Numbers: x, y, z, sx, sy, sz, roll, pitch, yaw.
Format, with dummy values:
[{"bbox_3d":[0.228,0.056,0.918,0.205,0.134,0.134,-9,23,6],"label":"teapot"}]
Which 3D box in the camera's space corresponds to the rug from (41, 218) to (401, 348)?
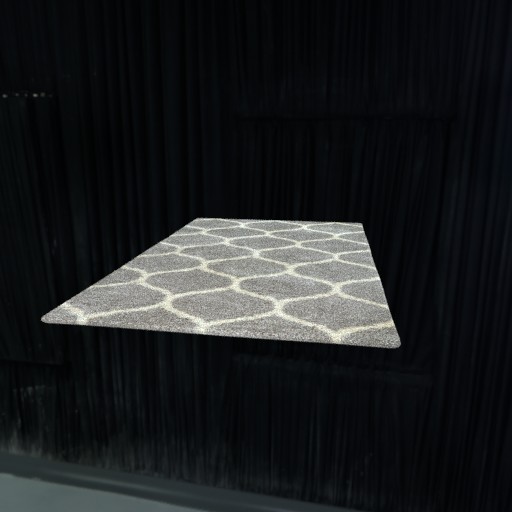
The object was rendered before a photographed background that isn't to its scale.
[{"bbox_3d":[0.000,0.000,2.903,1.501,0.025,2.348,3,16,9],"label":"rug"}]
